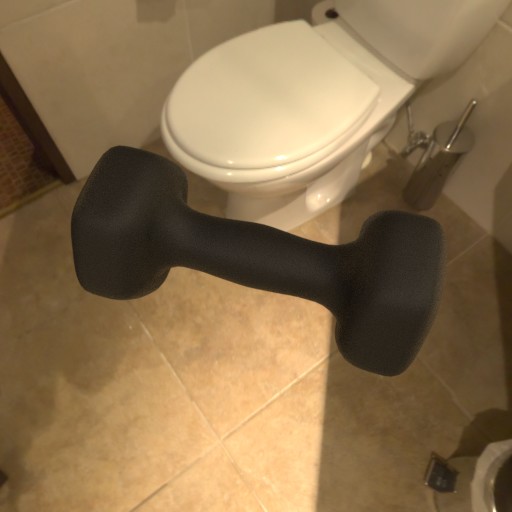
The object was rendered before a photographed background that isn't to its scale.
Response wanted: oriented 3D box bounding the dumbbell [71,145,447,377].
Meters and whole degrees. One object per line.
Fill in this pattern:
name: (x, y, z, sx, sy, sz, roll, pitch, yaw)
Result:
dumbbell: (0.000, 0.000, 0.298, 0.231, 0.101, 0.112, 15, 65, 7)
